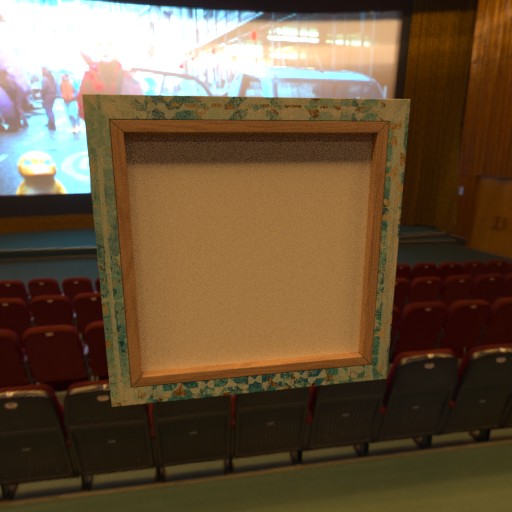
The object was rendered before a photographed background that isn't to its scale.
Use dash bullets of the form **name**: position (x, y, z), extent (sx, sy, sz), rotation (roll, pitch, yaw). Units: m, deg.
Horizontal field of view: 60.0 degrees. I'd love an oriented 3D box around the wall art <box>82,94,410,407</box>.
- **wall art**: position (0.000, 0.000, 1.354), extent (0.916, 0.916, 0.040), rotation (-3, 15, -10)
